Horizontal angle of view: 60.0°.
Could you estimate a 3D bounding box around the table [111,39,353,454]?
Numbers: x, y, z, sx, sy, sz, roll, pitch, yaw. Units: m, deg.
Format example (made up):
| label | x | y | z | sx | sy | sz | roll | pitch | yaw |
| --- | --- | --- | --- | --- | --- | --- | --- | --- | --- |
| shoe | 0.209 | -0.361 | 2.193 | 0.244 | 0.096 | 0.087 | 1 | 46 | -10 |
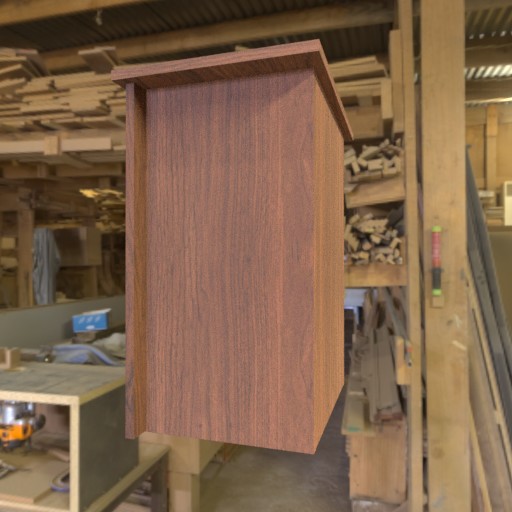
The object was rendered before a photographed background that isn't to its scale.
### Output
| label | x | y | z | sx | sy | sz | roll | pitch | yaw |
| --- | --- | --- | --- | --- | --- | --- | --- | --- | --- |
| table | 0.000 | 0.000 | 1.070 | 0.406 | 0.711 | 0.589 | 0 | 0 | 18 |
